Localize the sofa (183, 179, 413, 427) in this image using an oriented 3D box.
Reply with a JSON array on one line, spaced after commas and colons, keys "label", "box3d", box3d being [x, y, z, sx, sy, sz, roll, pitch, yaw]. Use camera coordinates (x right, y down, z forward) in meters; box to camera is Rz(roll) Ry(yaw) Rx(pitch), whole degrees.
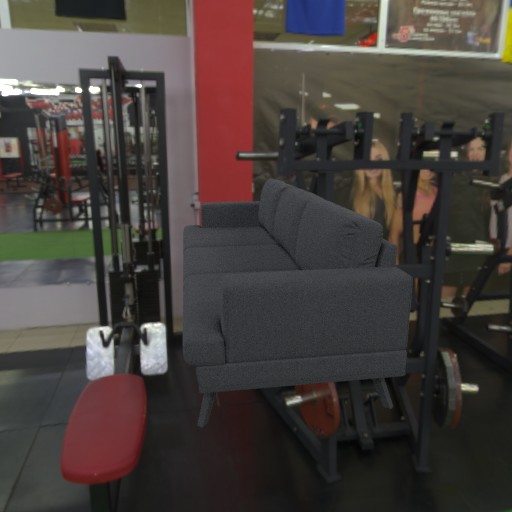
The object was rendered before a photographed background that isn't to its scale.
[{"label": "sofa", "box3d": [0.000, 0.000, 2.816, 0.920, 0.810, 2.310, -2, 15, -9]}]
